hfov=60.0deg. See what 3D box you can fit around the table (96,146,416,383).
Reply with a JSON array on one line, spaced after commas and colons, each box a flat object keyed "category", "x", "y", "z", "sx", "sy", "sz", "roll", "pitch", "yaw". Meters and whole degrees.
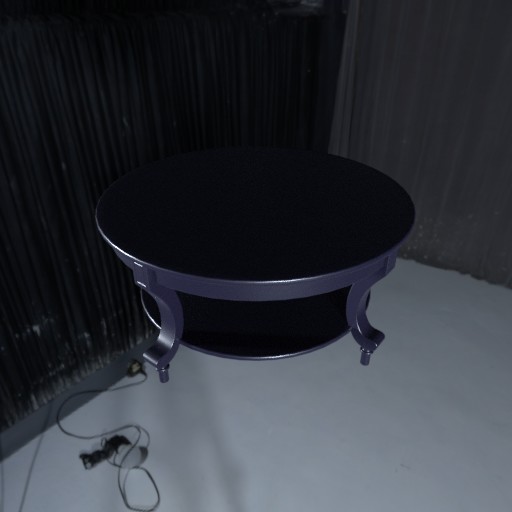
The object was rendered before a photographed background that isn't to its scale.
[{"category": "table", "x": 0.000, "y": 0.000, "z": 1.611, "sx": 1.029, "sy": 0.491, "sz": 1.029, "roll": 0, "pitch": 32, "yaw": 0}]
